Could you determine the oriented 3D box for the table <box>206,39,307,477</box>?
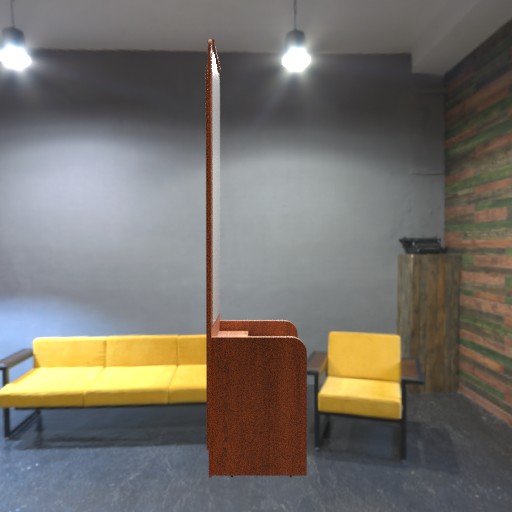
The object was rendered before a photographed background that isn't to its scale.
[{"bbox_3d":[0.000,0.000,2.037,0.420,1.830,0.450,0,1,0],"label":"table"}]
